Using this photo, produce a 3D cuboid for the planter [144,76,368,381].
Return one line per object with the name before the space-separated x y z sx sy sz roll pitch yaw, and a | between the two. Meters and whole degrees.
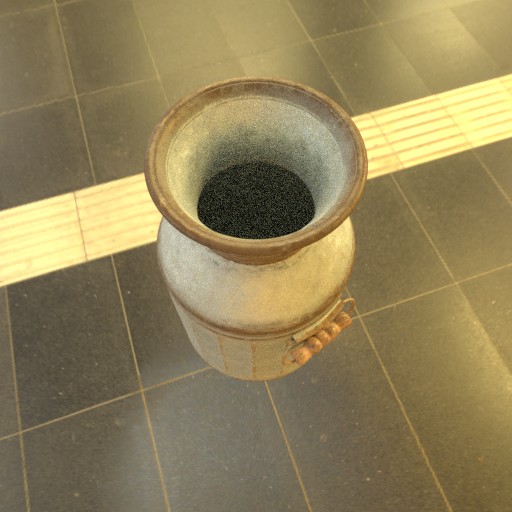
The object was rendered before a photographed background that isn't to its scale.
planter | 0.000 0.000 0.509 0.215 0.358 0.248 -36 69 -16
